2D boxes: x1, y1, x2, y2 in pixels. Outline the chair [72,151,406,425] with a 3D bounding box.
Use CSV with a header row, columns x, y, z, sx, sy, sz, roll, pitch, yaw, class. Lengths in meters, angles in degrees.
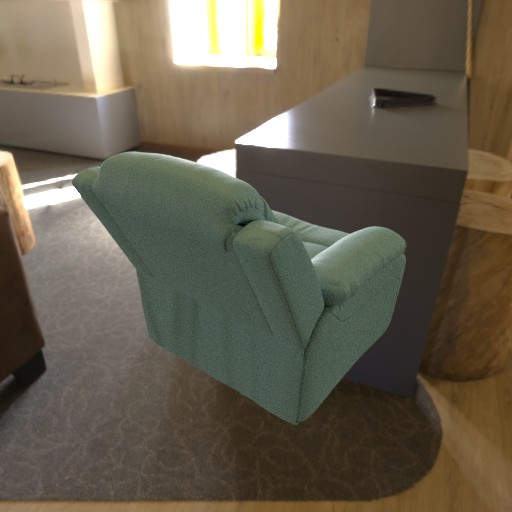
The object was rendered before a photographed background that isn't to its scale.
x,y,z,sx,sy,sz,roll,pitch,yaw,class
0.000,0.000,1.272,0.680,0.702,0.709,21,36,32,chair
